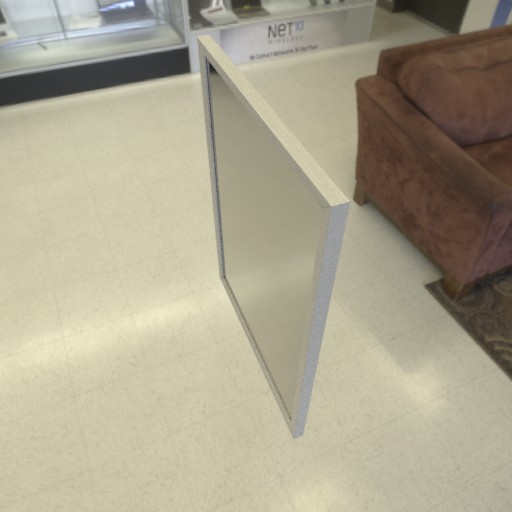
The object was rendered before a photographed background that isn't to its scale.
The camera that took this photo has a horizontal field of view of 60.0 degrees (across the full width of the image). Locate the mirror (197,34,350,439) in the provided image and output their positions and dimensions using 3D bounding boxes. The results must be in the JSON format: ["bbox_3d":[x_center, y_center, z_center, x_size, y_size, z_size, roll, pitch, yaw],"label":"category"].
[{"bbox_3d":[0.000,0.000,1.346,0.040,1.016,0.762,-17,49,-15],"label":"mirror"}]
